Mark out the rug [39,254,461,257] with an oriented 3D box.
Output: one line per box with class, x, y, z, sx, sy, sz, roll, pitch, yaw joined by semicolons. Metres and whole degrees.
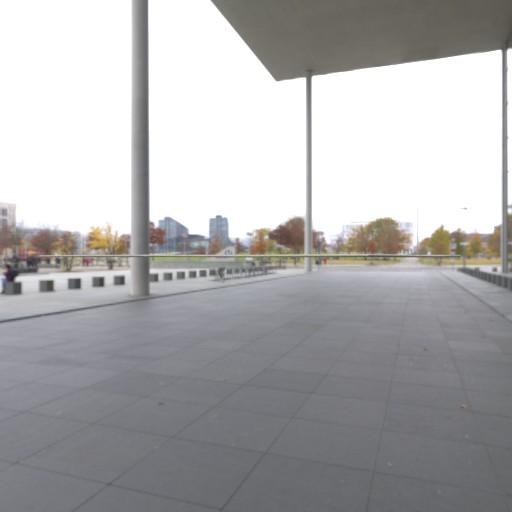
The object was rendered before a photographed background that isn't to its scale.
rug;0.000;0.000;4.068;3.055;0.021;2.410;0;0;35
